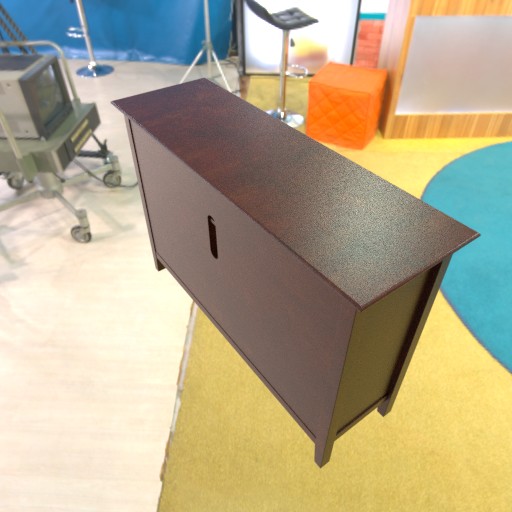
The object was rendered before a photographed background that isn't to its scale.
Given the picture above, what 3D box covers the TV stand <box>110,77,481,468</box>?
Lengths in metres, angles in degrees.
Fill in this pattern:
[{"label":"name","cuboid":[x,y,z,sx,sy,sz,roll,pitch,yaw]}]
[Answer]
[{"label":"TV stand","cuboid":[0.000,0.000,1.766,0.445,0.915,1.372,-26,48,-26]}]
